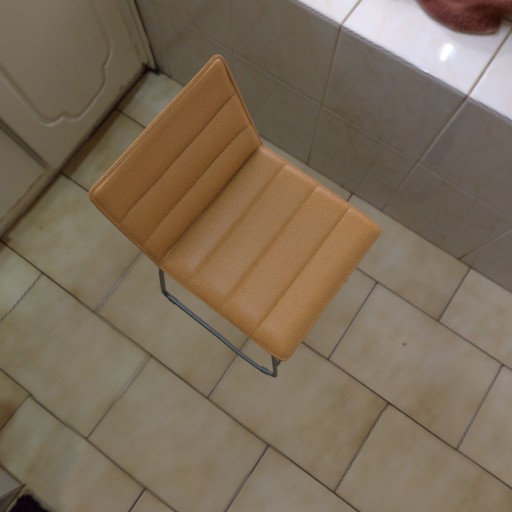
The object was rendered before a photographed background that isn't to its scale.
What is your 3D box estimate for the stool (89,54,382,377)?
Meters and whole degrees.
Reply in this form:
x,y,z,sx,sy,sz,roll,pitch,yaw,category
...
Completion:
x,y,z,sx,sy,sz,roll,pitch,yaw,category
0.000,0.000,1.247,0.524,0.936,0.489,37,78,9,stool
